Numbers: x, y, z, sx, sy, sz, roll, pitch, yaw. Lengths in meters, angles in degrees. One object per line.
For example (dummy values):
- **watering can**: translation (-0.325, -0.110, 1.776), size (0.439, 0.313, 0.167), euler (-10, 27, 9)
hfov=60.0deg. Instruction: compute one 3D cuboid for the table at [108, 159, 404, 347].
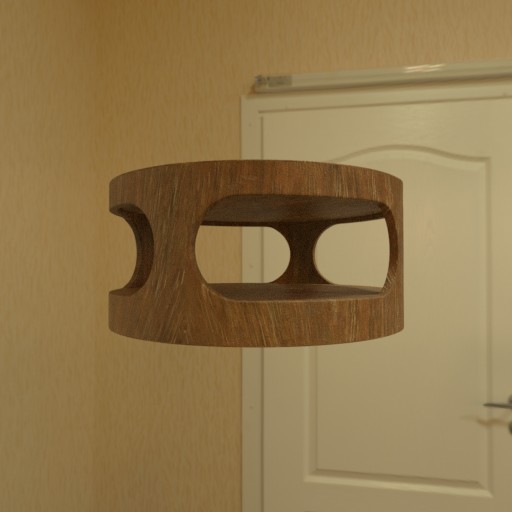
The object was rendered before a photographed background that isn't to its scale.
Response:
- **table**: translation (0.000, 0.000, 1.545), size (0.974, 0.450, 0.974), euler (0, -1, 0)
